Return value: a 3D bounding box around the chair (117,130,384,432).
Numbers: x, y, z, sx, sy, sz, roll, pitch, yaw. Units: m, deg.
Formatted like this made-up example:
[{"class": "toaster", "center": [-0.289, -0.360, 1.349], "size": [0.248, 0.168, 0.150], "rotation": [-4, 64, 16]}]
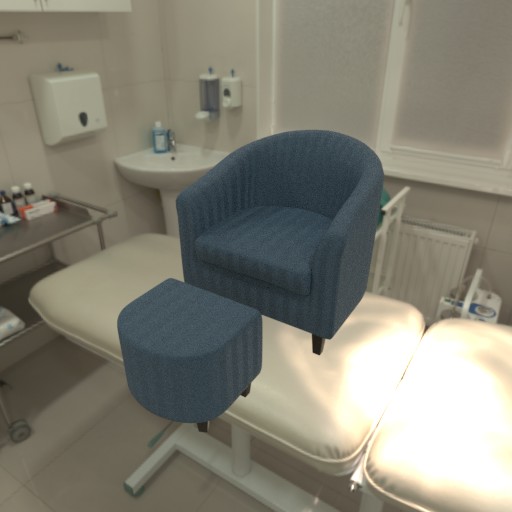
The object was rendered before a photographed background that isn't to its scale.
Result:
[{"class": "chair", "center": [0.000, 0.000, 1.783], "size": [0.756, 0.757, 1.288], "rotation": [17, 33, 28]}]
